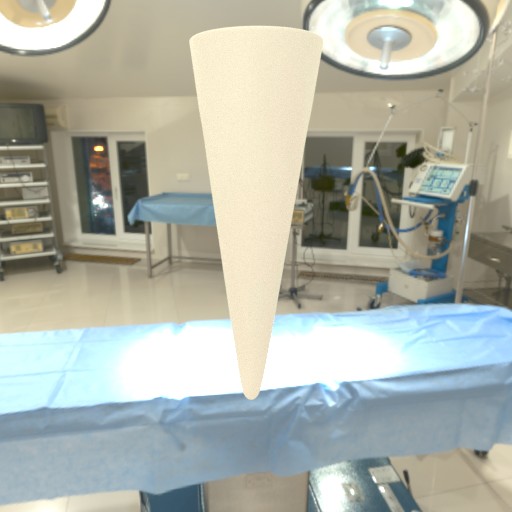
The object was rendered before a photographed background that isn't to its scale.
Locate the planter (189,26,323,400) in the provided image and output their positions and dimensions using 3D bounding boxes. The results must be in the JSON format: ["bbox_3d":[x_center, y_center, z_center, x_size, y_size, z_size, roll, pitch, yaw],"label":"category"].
[{"bbox_3d":[0.000,0.000,0.219,0.057,0.193,0.064,-2,16,-7],"label":"planter"}]
